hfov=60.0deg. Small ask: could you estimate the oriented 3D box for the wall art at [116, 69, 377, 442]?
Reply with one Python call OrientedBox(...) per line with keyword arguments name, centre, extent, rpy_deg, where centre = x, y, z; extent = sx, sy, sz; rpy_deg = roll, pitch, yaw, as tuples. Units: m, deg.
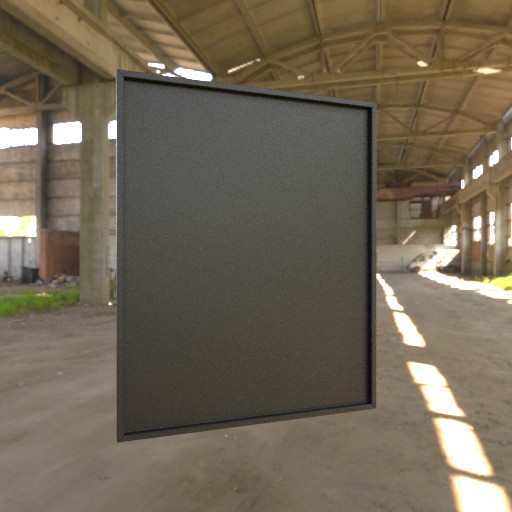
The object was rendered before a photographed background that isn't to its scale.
OrientedBox(name="wall art", centre=(0.000, 0.000, 0.748), extent=(0.449, 0.555, 0.039), rpy_deg=(0, 0, -19))
